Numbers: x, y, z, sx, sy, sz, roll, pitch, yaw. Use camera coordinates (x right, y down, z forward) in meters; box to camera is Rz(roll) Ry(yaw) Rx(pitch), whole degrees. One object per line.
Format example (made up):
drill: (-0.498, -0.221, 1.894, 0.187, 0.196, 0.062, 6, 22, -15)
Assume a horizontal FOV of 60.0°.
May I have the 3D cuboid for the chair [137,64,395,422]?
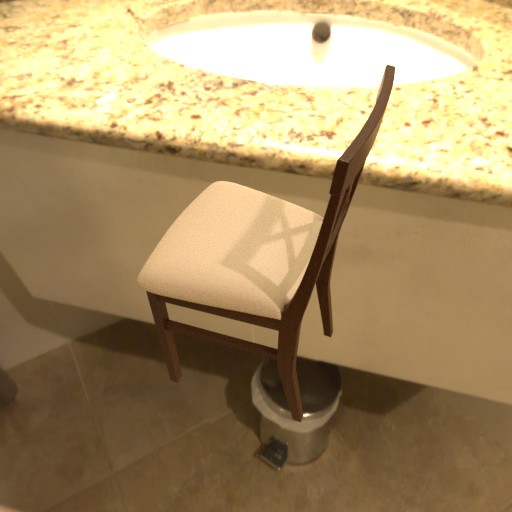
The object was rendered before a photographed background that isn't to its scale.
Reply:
chair: (0.000, 0.000, 1.153, 0.480, 0.913, 0.440, 17, 48, 16)
